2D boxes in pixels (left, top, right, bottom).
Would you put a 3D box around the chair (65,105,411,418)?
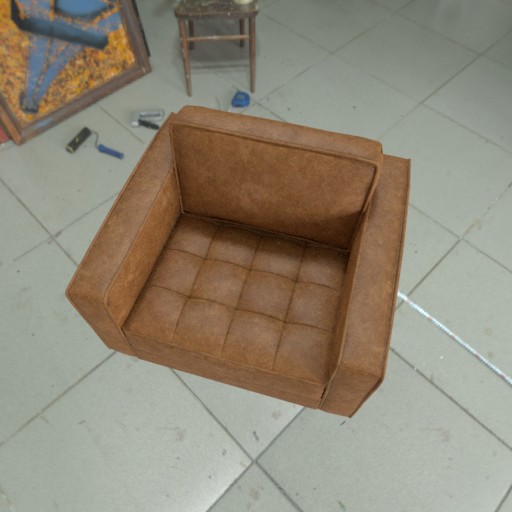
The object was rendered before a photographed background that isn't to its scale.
[{"bbox_3d":[0.000,0.000,1.523,0.928,0.767,0.798,14,59,8],"label":"chair"}]
